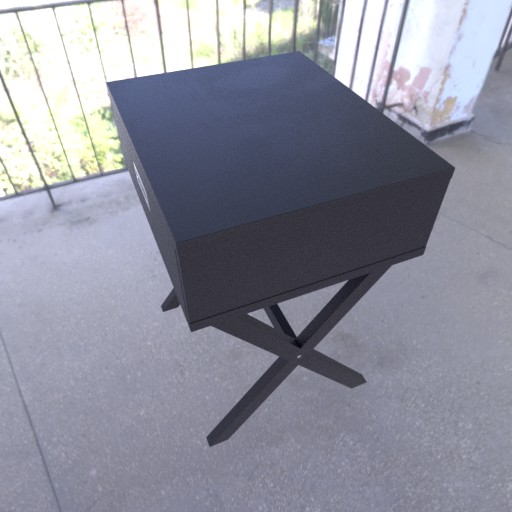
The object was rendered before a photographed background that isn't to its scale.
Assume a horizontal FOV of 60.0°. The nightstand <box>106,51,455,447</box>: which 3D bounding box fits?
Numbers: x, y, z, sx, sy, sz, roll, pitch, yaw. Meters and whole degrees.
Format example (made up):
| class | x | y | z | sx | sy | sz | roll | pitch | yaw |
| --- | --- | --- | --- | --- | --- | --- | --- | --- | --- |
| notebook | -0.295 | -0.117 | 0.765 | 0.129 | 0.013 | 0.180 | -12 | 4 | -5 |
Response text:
| class | x | y | z | sx | sy | sz | roll | pitch | yaw |
| --- | --- | --- | --- | --- | --- | --- | --- | --- | --- |
| nightstand | 0.000 | 0.000 | 0.936 | 0.402 | 0.623 | 0.479 | -16 | 47 | -16 |
